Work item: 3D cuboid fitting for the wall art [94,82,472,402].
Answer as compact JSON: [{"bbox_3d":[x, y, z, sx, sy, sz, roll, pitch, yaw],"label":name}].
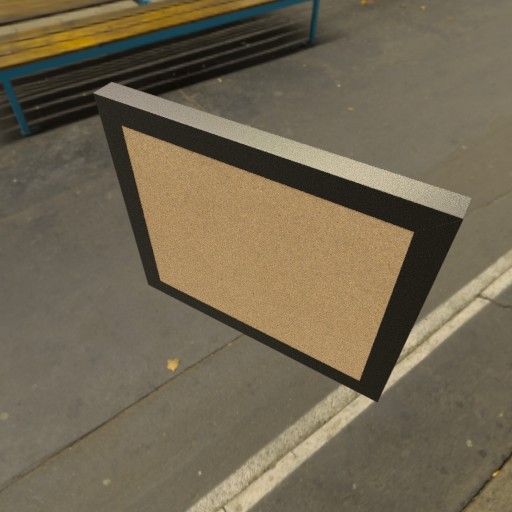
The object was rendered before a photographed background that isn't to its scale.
[{"bbox_3d":[0.000,0.000,0.526,0.381,0.321,0.028,24,52,20],"label":"wall art"}]
